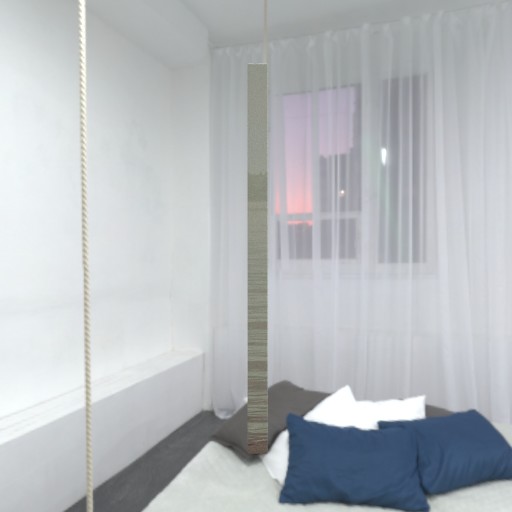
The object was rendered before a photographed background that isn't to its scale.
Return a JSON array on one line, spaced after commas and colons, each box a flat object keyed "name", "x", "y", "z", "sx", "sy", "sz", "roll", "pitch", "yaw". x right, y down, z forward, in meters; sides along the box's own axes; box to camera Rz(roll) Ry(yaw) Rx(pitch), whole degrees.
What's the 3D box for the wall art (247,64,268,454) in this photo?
[{"name": "wall art", "x": 0.000, "y": 0.000, "z": 1.440, "sx": 0.040, "sy": 0.765, "sz": 1.149, "roll": 0, "pitch": 1, "yaw": 0}]
